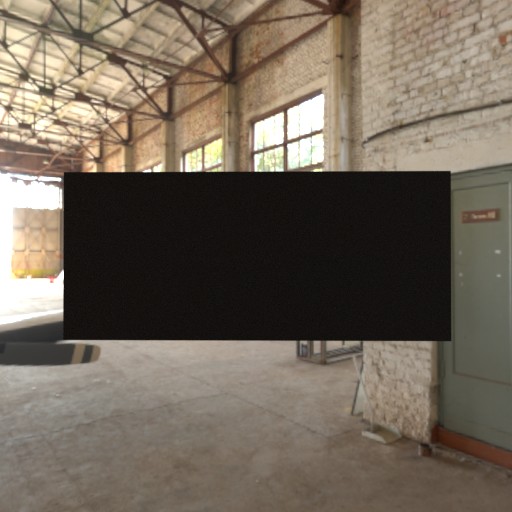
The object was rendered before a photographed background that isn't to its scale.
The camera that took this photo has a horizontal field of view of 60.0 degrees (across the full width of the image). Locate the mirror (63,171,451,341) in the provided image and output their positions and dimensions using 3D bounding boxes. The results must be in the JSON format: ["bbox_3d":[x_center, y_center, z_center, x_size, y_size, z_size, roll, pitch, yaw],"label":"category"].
[{"bbox_3d":[0.000,0.000,1.832,1.584,0.692,0.047,0,0,1],"label":"mirror"}]
